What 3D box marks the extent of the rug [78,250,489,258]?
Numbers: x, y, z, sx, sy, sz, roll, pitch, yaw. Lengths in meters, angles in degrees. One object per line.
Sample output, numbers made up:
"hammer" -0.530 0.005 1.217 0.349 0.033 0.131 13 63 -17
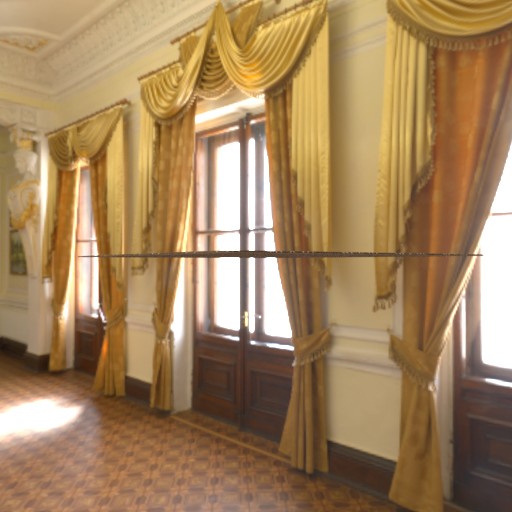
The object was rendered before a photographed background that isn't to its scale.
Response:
"rug" 0.000 0.000 4.122 2.457 0.012 3.062 0 -1 -35
